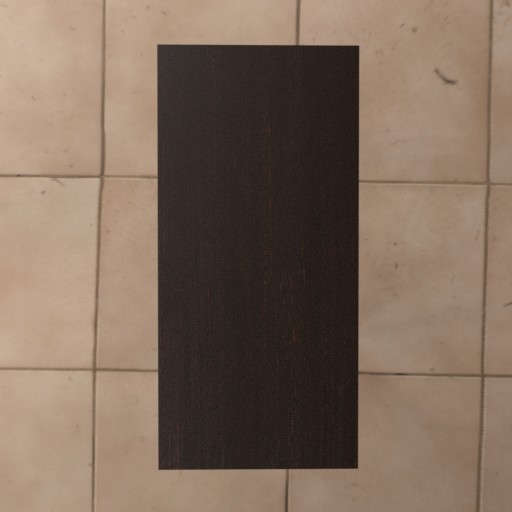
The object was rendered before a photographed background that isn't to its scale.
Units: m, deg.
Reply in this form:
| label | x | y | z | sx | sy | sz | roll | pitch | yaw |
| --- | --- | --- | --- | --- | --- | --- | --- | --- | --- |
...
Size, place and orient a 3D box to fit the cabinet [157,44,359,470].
| label | x | y | z | sx | sy | sz | roll | pitch | yaw |
| --- | --- | --- | --- | --- | --- | --- | --- | --- | --- |
| cabinet | 0.000 | 0.000 | 1.421 | 0.451 | 0.860 | 0.950 | 0 | 91 | -1 |
